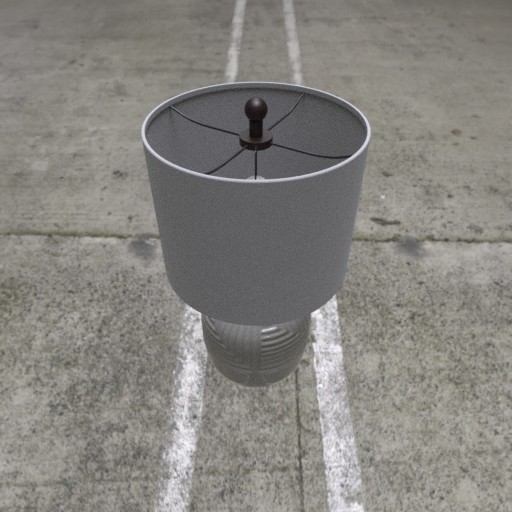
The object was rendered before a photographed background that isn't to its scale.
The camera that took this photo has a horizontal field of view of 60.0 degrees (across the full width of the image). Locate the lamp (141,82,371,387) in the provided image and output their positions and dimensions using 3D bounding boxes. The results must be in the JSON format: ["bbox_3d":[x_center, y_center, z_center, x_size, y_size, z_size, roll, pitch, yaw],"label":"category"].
[{"bbox_3d":[0.000,0.000,0.787,0.318,0.567,0.318,0,41,0],"label":"lamp"}]
